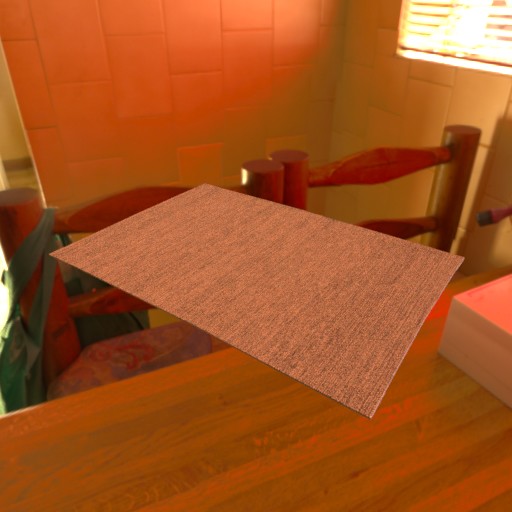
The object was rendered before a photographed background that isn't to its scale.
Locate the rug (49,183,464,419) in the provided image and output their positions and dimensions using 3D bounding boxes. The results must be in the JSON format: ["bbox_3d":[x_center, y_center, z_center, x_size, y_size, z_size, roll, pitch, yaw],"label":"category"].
[{"bbox_3d":[0.000,0.000,3.006,2.338,0.030,1.616,20,36,30],"label":"rug"}]
